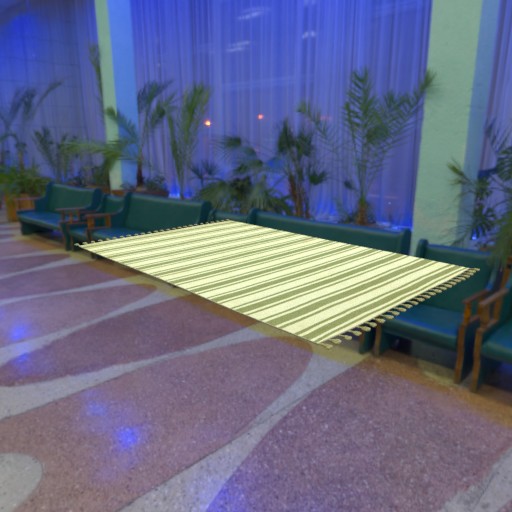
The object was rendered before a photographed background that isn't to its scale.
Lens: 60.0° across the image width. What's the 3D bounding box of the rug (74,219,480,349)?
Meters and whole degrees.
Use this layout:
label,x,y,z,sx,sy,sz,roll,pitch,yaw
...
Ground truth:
label,x,y,z,sx,sy,sz,roll,pitch,yaw
rug,0.000,0.000,3.064,1.540,0.018,2.435,-14,20,-42
